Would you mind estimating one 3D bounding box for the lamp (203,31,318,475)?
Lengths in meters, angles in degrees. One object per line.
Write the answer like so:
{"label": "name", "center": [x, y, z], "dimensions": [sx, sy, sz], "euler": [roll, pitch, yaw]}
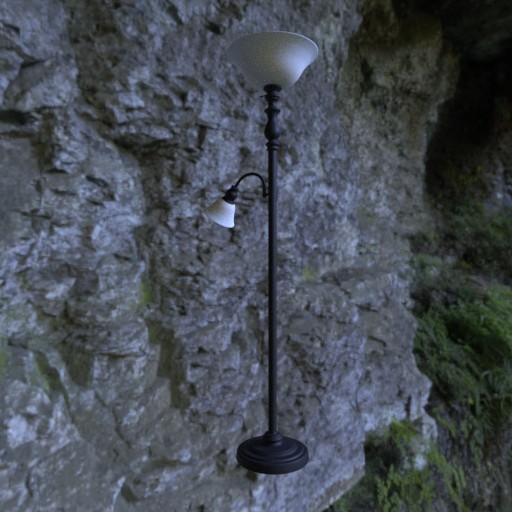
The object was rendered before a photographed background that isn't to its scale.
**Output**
{"label": "lamp", "center": [0.000, 0.000, 2.020], "dimensions": [0.588, 1.793, 0.405], "euler": [0, -1, 37]}
